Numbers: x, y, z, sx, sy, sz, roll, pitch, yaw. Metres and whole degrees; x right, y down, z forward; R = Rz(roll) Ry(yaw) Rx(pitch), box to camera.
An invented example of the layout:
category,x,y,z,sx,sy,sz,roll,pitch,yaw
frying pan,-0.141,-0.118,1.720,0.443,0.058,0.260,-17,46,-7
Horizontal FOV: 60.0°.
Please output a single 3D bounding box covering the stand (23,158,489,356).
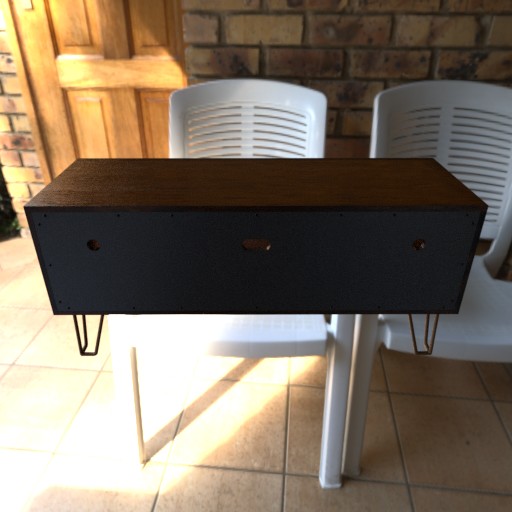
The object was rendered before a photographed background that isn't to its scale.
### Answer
category,x,y,z,sx,sy,sz,roll,pitch,yaw
stand,0.000,0.000,1.663,1.372,0.610,0.481,0,30,0
